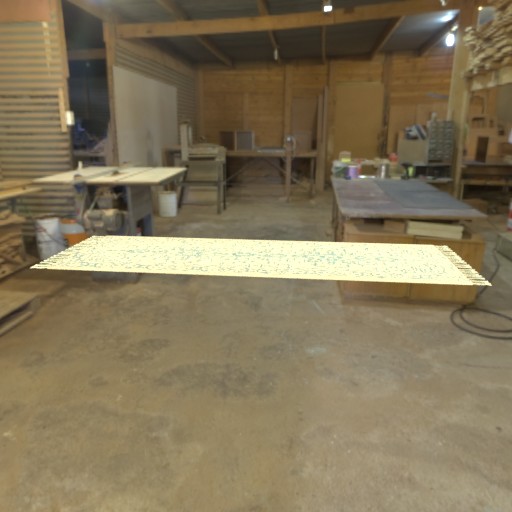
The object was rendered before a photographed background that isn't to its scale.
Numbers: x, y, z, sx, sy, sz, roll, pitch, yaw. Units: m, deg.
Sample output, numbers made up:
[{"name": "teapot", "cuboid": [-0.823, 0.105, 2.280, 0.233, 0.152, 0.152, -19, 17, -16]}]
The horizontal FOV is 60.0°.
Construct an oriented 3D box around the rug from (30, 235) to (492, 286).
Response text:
[{"name": "rug", "cuboid": [0.000, 0.000, 2.692, 2.449, 0.011, 0.774, 2, 16, 6]}]
